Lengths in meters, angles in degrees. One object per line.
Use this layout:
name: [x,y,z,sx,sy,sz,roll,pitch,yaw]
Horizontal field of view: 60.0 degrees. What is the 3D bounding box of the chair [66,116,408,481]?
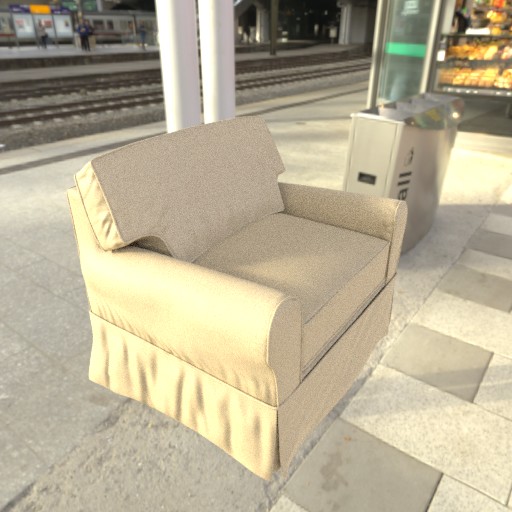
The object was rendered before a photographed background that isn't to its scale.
chair: [0.000,0.000,1.755,0.903,0.937,1.096,18,32,31]
